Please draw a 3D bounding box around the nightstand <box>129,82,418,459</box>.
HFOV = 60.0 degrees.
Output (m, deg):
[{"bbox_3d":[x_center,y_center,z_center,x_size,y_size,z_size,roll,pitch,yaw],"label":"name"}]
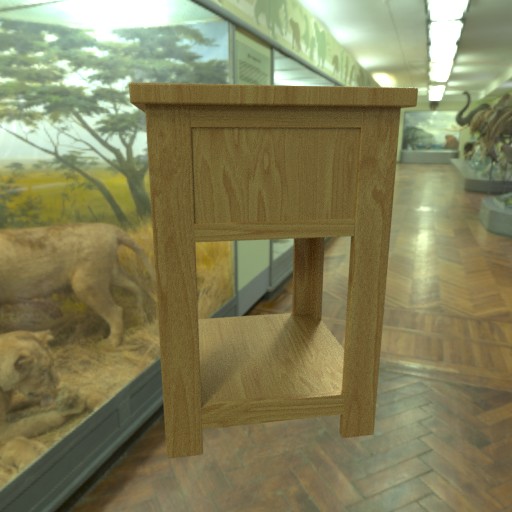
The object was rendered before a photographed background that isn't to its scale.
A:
[{"bbox_3d":[0.000,0.000,0.908,0.418,0.614,0.428,-3,15,-9],"label":"nightstand"}]
